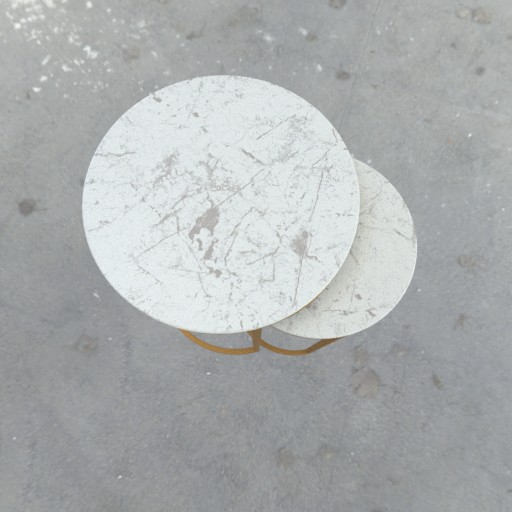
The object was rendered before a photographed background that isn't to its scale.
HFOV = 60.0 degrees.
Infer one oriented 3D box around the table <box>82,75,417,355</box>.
[{"bbox_3d":[0.000,0.000,0.901,0.507,0.550,0.400,18,75,5],"label":"table"}]
